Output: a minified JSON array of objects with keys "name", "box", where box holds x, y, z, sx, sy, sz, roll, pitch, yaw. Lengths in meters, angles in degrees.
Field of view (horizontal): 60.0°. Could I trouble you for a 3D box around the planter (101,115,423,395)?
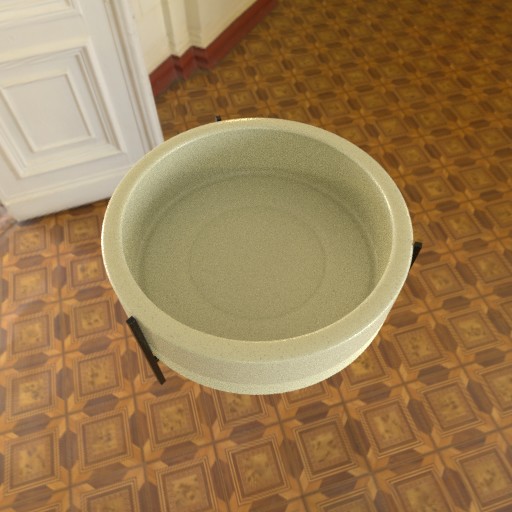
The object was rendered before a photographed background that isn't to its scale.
[{"name":"planter","box":[0.000,0.000,0.555,0.336,0.171,0.345,-14,57,-10]}]
